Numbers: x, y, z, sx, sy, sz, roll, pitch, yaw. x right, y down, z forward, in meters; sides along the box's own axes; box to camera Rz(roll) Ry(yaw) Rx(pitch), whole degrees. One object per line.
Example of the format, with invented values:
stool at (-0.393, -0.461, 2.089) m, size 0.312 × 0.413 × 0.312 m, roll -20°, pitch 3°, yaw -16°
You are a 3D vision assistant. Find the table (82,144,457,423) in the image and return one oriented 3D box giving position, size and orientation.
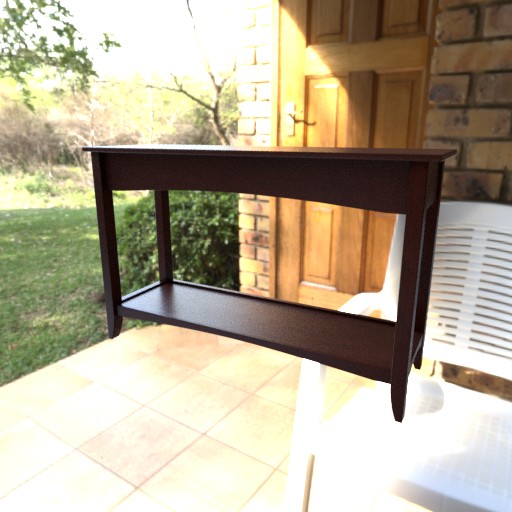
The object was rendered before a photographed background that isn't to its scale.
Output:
table at (0.000, 0.000, 1.560) m, size 1.188 × 0.739 × 0.392 m, roll 8°, pitch 18°, yaw 27°
